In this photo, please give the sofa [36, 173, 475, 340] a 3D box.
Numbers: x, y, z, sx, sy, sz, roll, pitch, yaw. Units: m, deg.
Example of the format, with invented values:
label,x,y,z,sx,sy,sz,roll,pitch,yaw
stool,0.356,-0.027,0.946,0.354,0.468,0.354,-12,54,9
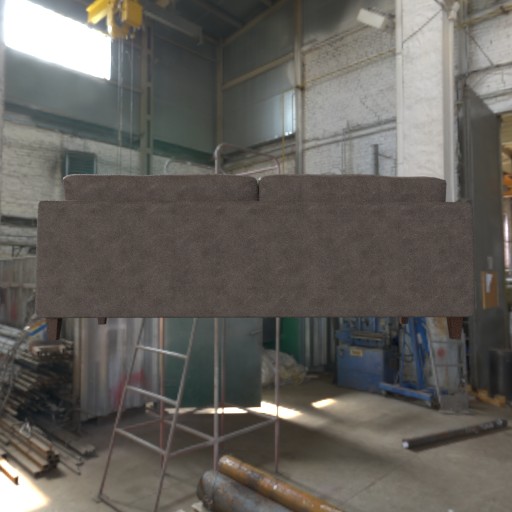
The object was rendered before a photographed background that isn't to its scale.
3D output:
label,x,y,z,sx,sy,sz,roll,pitch,yaw
sofa,0.000,0.000,2.891,2.434,0.965,0.951,0,-3,-1
